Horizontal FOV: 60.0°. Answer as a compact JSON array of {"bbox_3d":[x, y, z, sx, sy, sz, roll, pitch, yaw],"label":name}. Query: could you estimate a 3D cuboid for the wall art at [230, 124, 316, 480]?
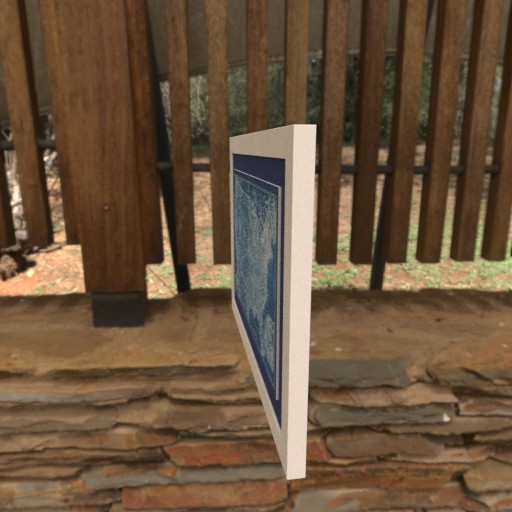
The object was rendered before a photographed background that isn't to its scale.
[{"bbox_3d":[0.000,0.000,1.695,0.051,0.902,1.308,-2,14,-9],"label":"wall art"}]
